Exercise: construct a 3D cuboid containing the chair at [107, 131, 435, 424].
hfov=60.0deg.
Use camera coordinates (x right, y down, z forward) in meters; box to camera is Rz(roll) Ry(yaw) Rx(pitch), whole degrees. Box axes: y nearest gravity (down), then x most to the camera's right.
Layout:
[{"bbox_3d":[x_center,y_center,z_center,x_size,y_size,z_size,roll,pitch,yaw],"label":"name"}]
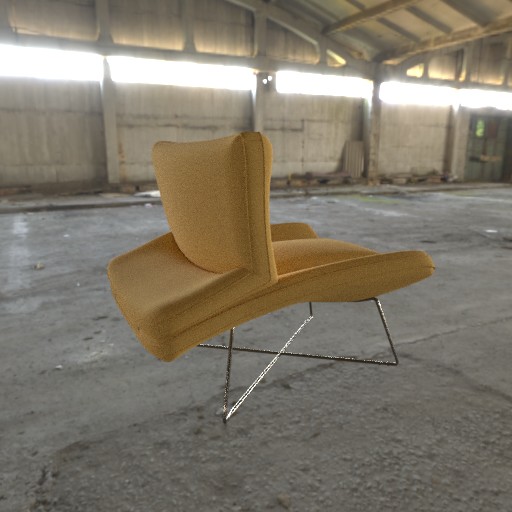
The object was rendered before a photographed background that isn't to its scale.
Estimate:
[{"bbox_3d":[0.000,0.000,1.668,1.008,0.855,0.859,-6,14,-27],"label":"chair"}]
